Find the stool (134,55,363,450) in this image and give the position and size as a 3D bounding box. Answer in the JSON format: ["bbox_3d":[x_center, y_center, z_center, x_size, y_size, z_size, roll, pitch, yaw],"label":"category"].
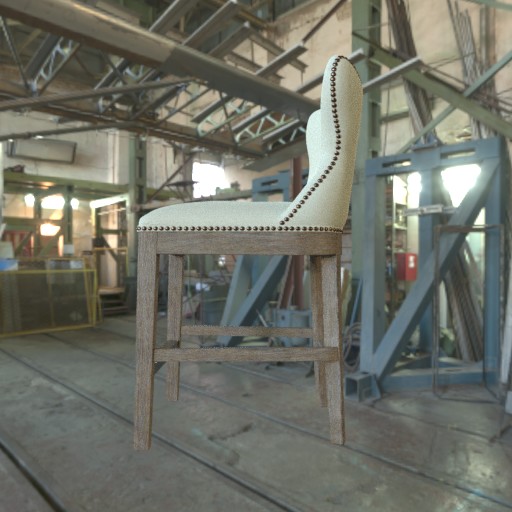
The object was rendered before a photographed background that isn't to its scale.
[{"bbox_3d":[0.000,0.000,1.304,0.608,0.981,0.498,0,0,1],"label":"stool"}]
